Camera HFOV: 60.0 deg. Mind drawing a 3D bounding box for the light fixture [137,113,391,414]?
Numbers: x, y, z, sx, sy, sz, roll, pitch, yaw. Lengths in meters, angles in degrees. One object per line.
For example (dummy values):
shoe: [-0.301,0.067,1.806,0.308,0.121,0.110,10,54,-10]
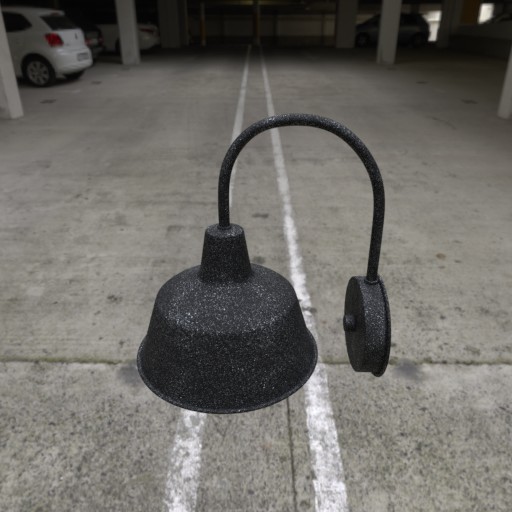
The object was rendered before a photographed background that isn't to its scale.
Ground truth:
light fixture: [0.000,0.000,0.486,0.283,0.300,0.216,0,25,0]
